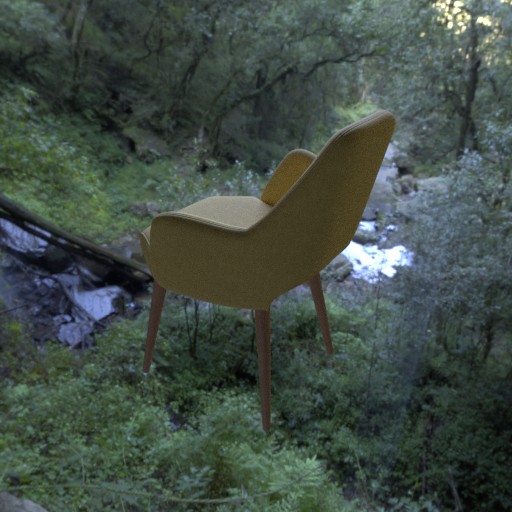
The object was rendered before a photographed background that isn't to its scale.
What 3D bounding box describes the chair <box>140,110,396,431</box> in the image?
[{"bbox_3d":[0.000,0.000,1.238,0.610,0.840,0.590,20,37,30],"label":"chair"}]
